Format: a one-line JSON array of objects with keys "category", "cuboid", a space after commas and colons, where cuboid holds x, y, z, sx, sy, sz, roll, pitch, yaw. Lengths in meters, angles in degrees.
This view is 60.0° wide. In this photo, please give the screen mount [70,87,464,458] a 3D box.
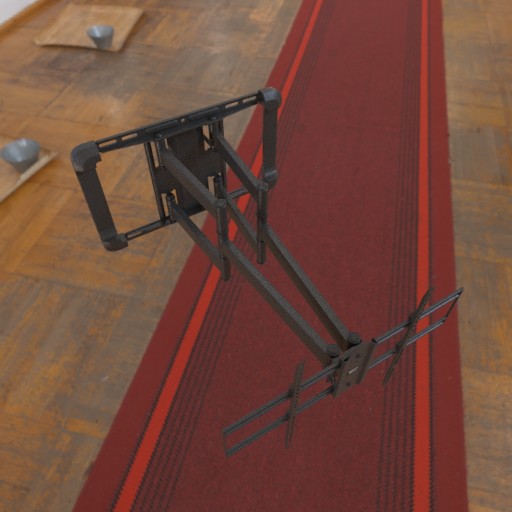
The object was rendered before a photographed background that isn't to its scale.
[{"category": "screen mount", "cuboid": [0.000, 0.000, 1.319, 0.725, 0.483, 0.905, -24, 53, -20]}]
